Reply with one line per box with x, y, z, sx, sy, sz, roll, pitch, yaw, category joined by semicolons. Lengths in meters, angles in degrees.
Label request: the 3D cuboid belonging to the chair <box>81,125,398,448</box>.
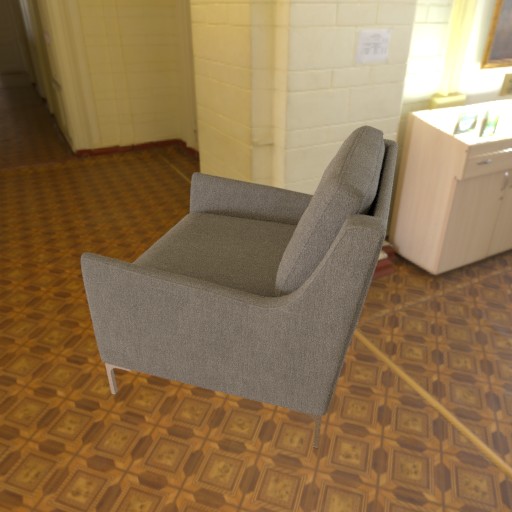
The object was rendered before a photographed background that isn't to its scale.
0.000;0.000;1.577;0.849;0.828;0.847;9;30;15;chair
